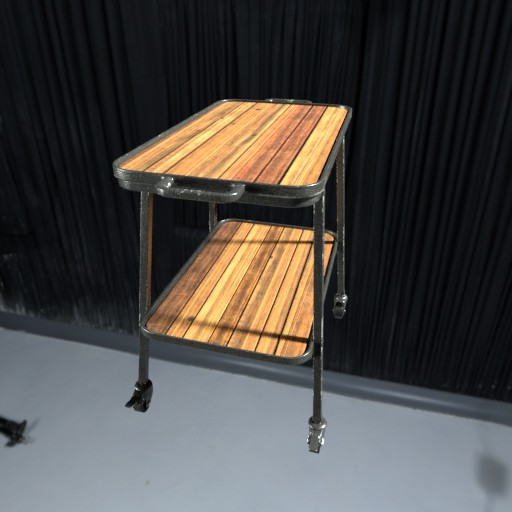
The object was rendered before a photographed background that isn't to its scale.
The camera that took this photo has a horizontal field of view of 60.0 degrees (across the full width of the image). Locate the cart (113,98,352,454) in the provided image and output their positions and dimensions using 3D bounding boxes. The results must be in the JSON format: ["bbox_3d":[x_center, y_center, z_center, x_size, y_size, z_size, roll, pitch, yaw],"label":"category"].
[{"bbox_3d":[0.000,0.000,1.238,0.515,0.700,0.806,8,31,13],"label":"cart"}]
